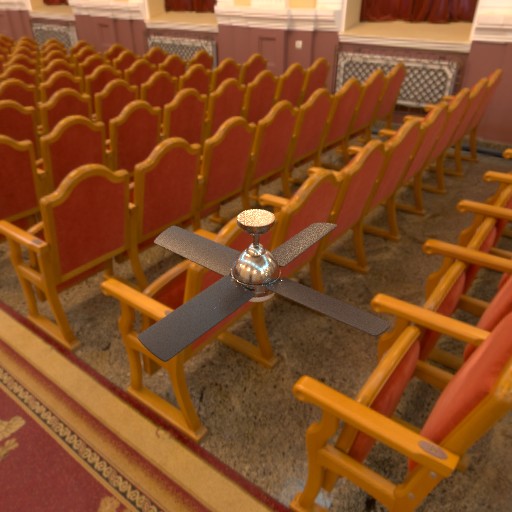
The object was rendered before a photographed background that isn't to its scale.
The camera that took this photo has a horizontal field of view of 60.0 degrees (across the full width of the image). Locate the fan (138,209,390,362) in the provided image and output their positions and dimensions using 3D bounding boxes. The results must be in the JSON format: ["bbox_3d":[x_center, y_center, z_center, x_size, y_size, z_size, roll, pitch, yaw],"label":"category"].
[{"bbox_3d":[0.000,0.000,2.087,1.332,0.403,1.332,22,38,32],"label":"fan"}]
